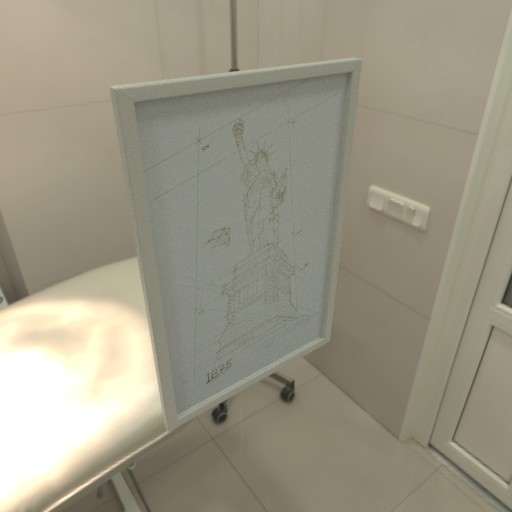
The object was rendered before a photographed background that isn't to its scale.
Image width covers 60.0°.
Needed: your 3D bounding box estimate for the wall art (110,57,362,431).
[{"bbox_3d":[0.000,0.000,1.512,0.808,1.183,0.038,-21,37,-30],"label":"wall art"}]
